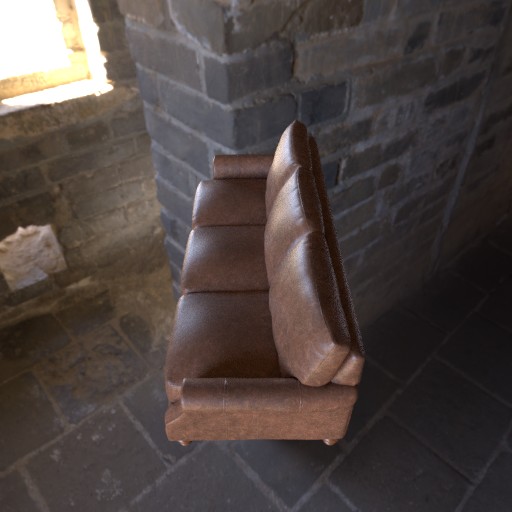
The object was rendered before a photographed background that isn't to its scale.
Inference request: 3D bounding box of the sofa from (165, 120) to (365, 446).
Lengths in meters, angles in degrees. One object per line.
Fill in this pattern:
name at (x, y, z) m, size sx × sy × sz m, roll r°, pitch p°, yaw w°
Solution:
sofa at (0.000, 0.000, 2.952) m, size 0.973 × 0.977 × 2.351 m, roll 0°, pitch 41°, yaw 0°
